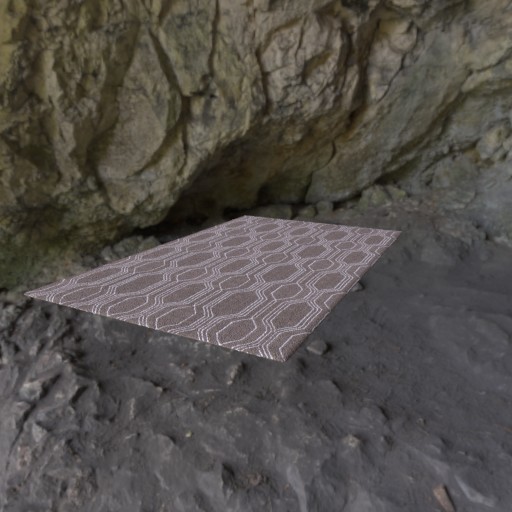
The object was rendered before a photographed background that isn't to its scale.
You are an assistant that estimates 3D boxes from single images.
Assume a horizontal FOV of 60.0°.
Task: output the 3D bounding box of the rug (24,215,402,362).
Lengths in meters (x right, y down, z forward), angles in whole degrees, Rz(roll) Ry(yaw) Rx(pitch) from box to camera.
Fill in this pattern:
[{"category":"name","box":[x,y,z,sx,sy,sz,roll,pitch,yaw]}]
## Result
[{"category":"rug","box":[0.000,0.000,3.087,1.541,0.012,2.457,8,18,26]}]
